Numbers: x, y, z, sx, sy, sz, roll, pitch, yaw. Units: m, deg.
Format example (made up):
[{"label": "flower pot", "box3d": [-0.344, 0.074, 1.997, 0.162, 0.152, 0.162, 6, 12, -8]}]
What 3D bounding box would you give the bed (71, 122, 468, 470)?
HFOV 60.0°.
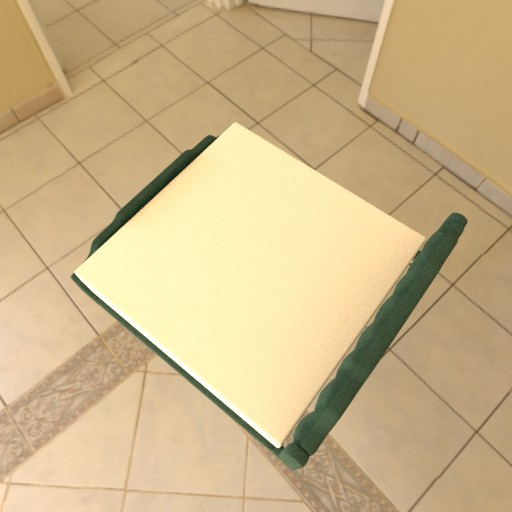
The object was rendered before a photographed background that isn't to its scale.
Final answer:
[{"label": "bed", "box3d": [0.000, 0.000, 3.536, 2.340, 1.245, 2.074, 35, 68, 16]}]
